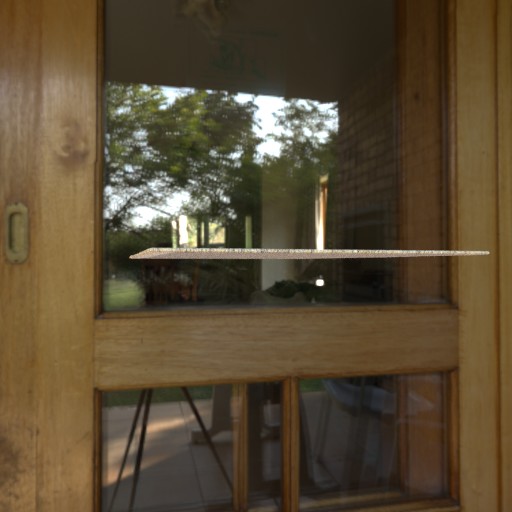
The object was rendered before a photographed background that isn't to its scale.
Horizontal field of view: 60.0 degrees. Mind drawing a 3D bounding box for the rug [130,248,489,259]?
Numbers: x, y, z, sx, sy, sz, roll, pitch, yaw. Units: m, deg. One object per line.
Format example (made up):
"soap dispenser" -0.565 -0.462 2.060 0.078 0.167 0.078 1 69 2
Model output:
"rug" 0.000 0.000 2.336 1.243 0.014 1.846 0 -1 -18
